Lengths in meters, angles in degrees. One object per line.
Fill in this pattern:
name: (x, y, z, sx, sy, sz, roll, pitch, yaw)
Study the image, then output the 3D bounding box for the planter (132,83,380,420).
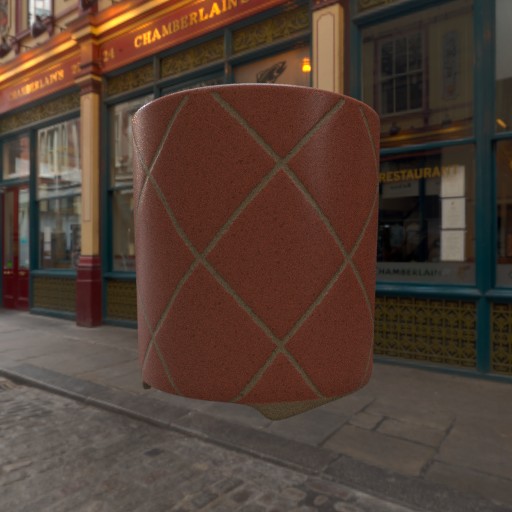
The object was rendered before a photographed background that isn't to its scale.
planter: (0.000, 0.000, 0.351, 0.191, 0.200, 0.191, 0, -1, 0)
